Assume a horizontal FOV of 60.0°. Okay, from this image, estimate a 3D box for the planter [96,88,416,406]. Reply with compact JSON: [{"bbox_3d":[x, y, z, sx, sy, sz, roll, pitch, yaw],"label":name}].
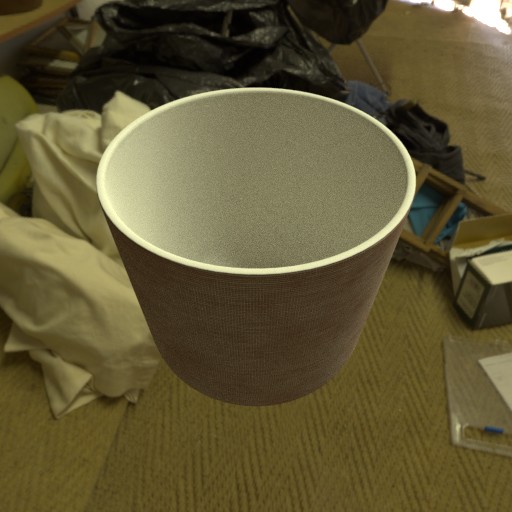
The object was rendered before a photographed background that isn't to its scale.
[{"bbox_3d":[0.000,0.000,0.769,0.440,0.398,0.440,0,46,0],"label":"planter"}]
